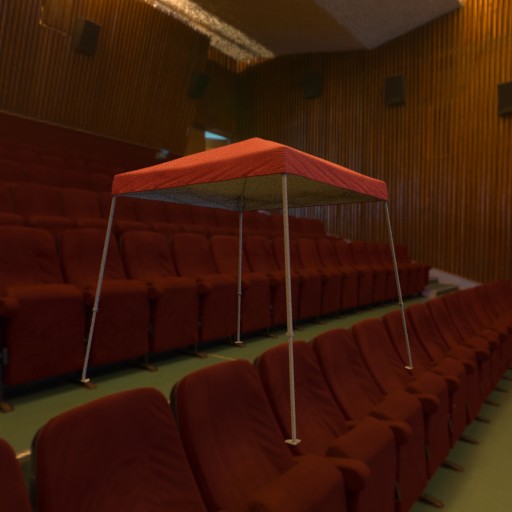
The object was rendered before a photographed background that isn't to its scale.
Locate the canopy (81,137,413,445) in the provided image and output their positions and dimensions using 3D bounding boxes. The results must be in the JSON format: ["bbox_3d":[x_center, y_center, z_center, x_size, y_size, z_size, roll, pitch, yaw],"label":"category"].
[{"bbox_3d":[0.000,0.000,6.744,3.599,3.600,3.600,0,0,37],"label":"canopy"}]
